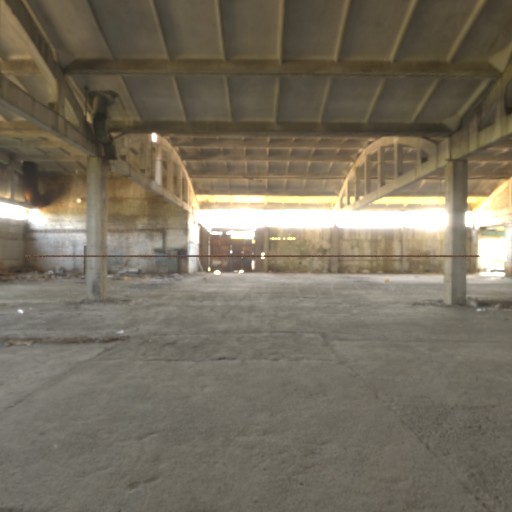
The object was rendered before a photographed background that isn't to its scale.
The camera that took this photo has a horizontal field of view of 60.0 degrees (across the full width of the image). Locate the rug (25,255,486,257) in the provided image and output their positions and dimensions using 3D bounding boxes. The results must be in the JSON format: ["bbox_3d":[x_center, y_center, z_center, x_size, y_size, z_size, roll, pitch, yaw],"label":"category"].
[{"bbox_3d":[0.000,0.000,2.364,1.829,0.008,1.219,0,0,0],"label":"rug"}]
